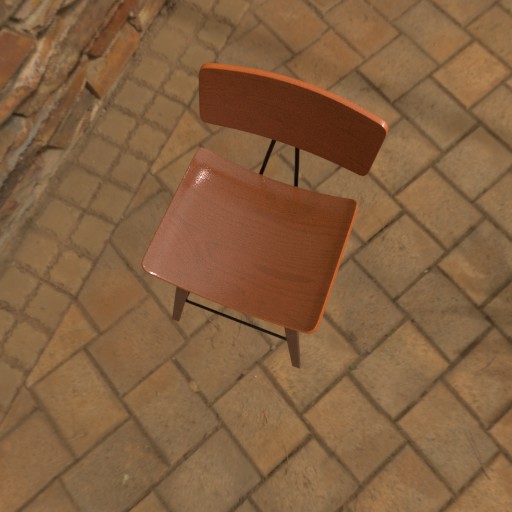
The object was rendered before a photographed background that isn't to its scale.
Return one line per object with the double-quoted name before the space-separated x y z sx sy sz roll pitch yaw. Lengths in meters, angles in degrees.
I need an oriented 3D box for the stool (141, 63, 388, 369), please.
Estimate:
"stool" 0.000 0.000 1.232 0.509 0.969 0.440 20 76 5
